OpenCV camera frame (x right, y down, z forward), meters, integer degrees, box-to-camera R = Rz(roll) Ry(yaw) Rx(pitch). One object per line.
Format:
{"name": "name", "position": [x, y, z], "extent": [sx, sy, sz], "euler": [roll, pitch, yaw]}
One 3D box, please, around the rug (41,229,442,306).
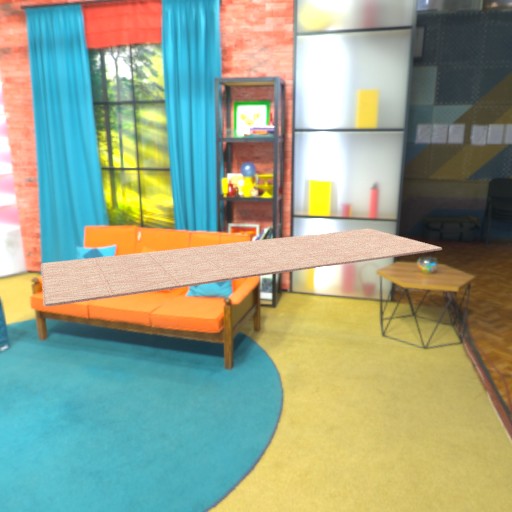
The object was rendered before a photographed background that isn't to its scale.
{"name": "rug", "position": [0.000, 0.000, 2.780], "extent": [2.435, 0.015, 0.760], "euler": [-7, 16, -25]}
